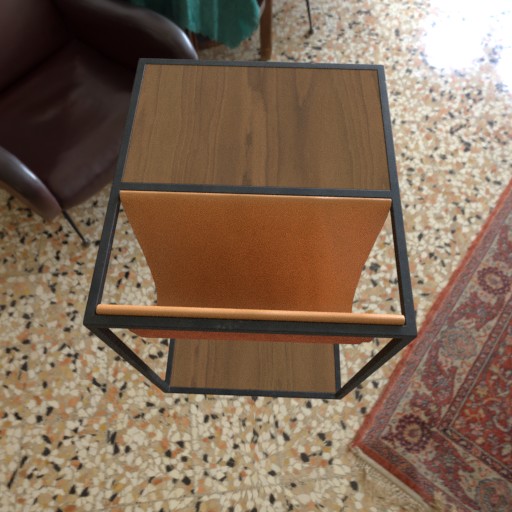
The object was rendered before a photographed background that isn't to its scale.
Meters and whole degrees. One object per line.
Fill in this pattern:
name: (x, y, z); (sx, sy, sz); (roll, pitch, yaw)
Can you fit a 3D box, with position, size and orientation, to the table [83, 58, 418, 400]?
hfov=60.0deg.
table: (0.000, 0.000, 0.861); (0.399, 0.536, 0.450); (2, 64, 1)
